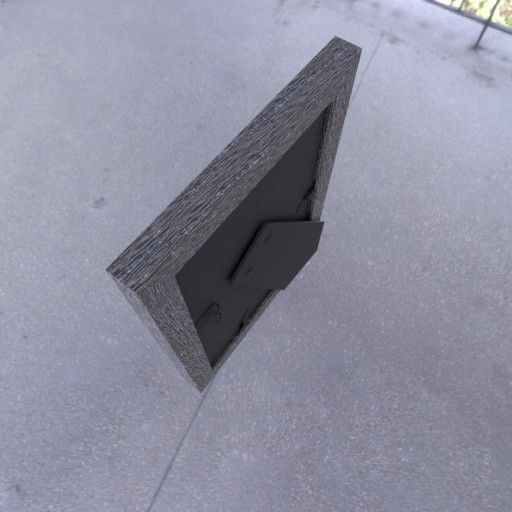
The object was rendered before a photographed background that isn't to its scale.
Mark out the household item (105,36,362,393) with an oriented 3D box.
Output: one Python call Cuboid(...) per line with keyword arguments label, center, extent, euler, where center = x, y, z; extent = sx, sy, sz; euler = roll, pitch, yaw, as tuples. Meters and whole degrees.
Cuboid(label="household item", center=(0.000, 0.000, 0.283), extent=(0.020, 0.210, 0.160), euler=(33, 68, 15))
